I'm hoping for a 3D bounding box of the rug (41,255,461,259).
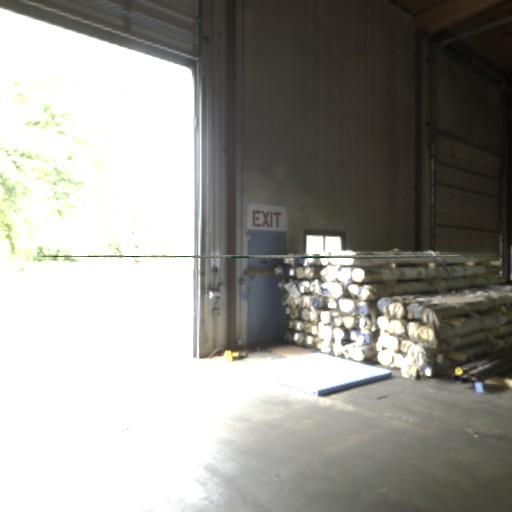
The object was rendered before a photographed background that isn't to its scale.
[{"bbox_3d":[0.000,0.000,4.102,3.041,0.019,2.434,0,0,36],"label":"rug"}]
